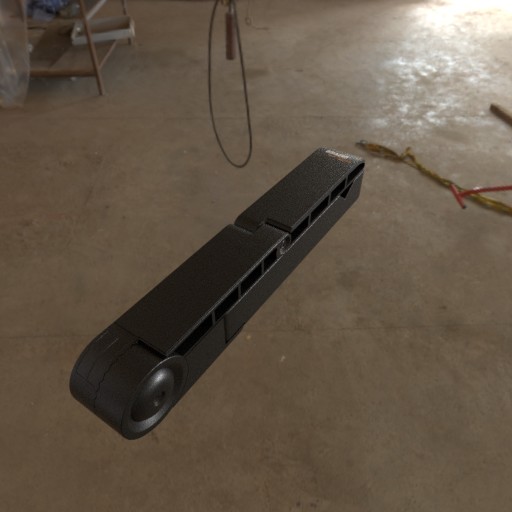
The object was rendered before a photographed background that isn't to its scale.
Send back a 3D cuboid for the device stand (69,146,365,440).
[{"bbox_3d":[0.000,0.000,0.194,0.026,0.030,0.179,25,48,25],"label":"device stand"}]
